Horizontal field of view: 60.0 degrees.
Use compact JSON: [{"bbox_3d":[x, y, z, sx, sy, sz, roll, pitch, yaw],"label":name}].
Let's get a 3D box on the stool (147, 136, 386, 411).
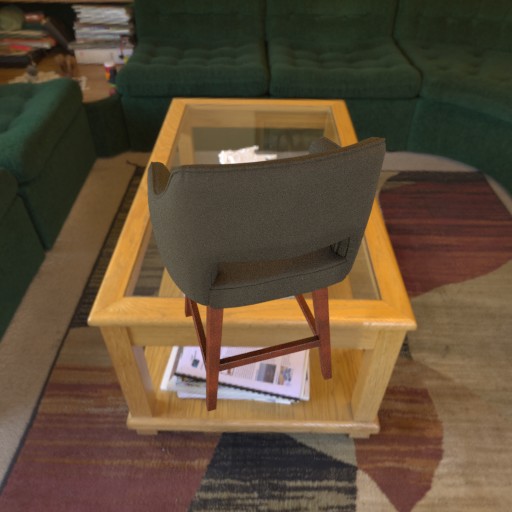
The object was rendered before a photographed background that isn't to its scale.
[{"bbox_3d":[0.000,0.000,1.290,0.548,0.912,0.558,-11,43,-12],"label":"stool"}]
